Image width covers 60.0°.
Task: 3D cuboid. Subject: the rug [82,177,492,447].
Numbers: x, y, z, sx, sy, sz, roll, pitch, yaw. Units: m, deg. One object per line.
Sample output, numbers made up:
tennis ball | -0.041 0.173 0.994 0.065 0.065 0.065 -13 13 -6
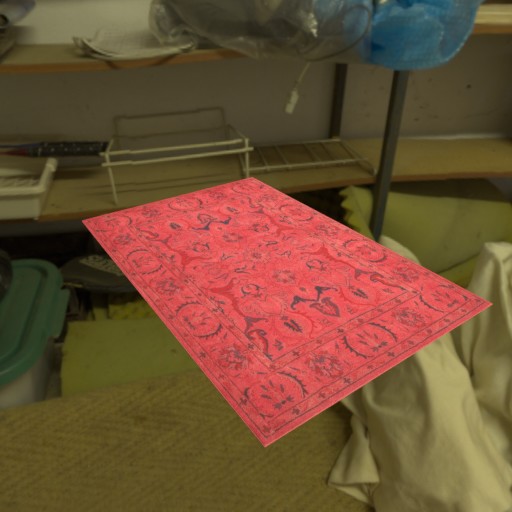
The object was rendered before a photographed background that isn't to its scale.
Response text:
rug | 0.000 0.000 2.239 1.209 0.008 1.814 -20 36 -29
